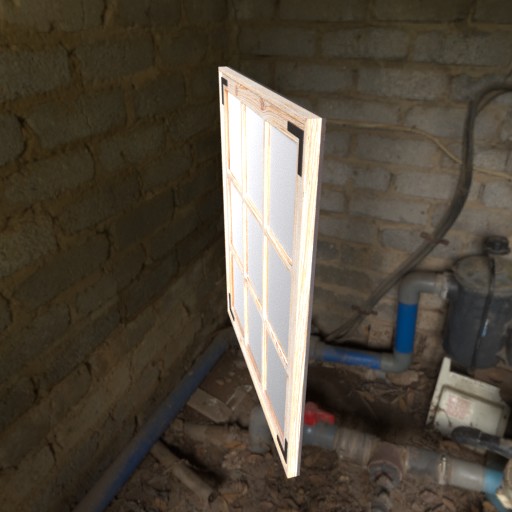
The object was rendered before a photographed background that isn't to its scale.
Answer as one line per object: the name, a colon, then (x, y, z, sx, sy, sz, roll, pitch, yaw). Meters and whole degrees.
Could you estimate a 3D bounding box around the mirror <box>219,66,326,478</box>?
mirror: (0.000, 0.000, 1.211, 0.032, 0.882, 0.730, -7, 30, -13)
